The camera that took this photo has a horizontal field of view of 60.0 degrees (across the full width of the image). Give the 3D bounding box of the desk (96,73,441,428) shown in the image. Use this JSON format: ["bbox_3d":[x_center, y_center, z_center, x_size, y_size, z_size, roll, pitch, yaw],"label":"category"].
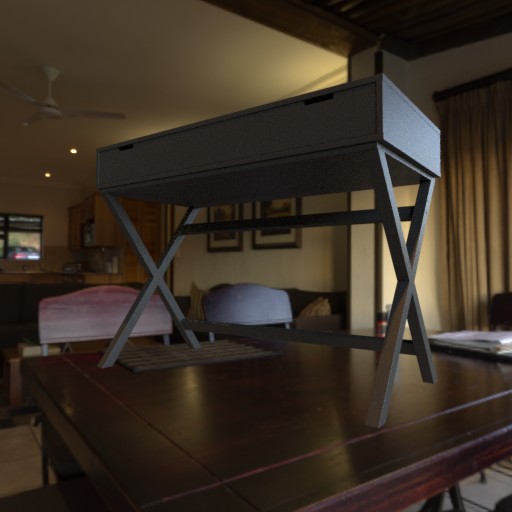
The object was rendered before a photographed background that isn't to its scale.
[{"bbox_3d":[0.000,0.000,1.481,1.057,0.780,0.504,-1,-2,36],"label":"desk"}]
